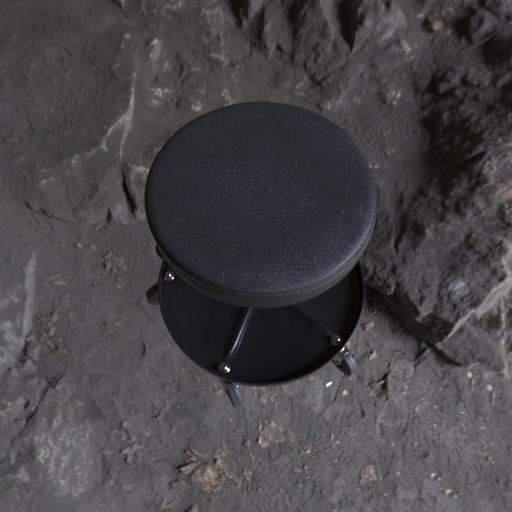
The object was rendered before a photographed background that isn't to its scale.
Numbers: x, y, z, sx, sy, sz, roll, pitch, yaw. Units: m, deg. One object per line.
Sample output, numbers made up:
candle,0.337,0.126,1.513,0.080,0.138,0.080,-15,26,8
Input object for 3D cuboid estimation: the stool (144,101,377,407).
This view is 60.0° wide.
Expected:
stool,0.000,0.000,0.672,0.382,0.365,0.381,-17,65,-8
